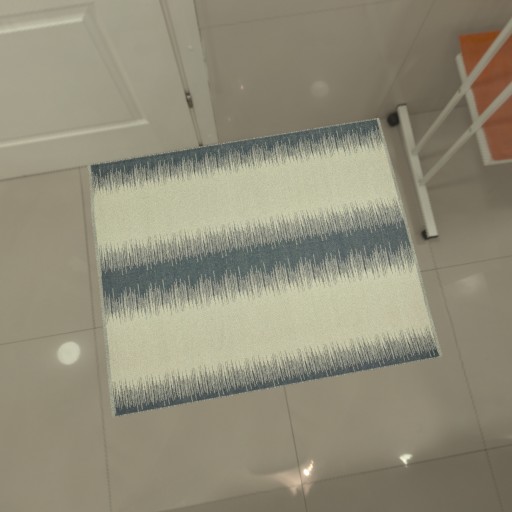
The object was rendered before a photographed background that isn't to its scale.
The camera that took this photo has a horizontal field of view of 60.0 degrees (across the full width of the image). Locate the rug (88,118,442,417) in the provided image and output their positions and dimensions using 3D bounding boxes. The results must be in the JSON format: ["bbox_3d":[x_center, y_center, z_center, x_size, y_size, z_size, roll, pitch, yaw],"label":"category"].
[{"bbox_3d":[0.000,0.000,4.257,3.037,0.004,2.453,-10,77,-2],"label":"rug"}]
